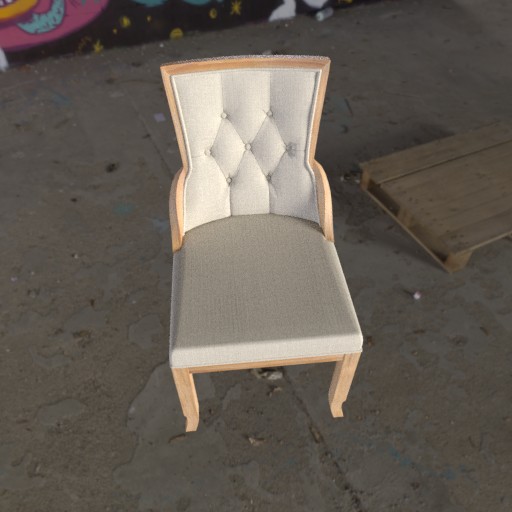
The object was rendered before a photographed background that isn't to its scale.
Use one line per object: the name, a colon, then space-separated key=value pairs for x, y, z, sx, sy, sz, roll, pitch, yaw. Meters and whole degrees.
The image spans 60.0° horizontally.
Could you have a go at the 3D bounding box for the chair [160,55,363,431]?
chair: x=0.000 y=0.000 z=1.344 sx=0.524 sy=0.947 sz=0.641 roll=-4 pitch=47 yaw=-4
